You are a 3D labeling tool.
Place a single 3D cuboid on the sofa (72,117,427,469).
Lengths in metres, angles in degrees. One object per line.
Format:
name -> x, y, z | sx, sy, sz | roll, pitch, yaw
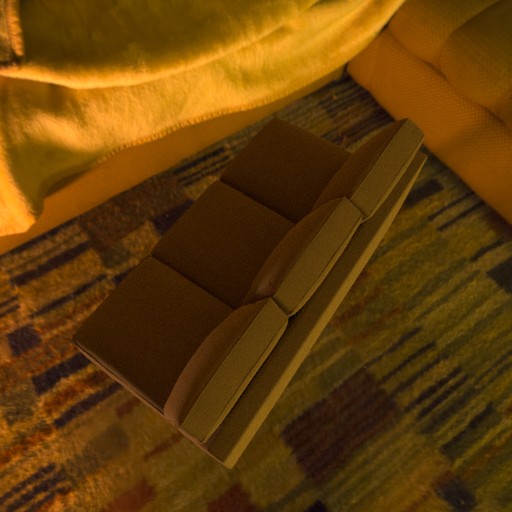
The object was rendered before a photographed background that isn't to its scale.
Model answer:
sofa -> 0.000, 0.000, 2.712 | 1.127, 1.036, 2.092 | 32, 67, 15
